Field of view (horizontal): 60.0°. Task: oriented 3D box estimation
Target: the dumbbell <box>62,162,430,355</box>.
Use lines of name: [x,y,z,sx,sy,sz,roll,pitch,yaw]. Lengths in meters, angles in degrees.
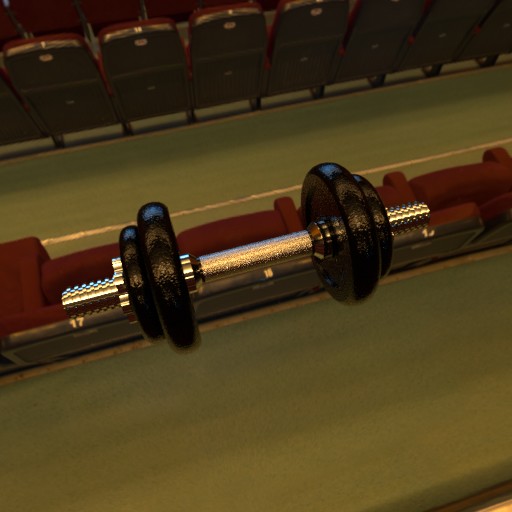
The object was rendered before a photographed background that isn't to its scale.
dumbbell: [0.000,0.000,0.597,0.497,0.202,0.202,-14,59,-9]
